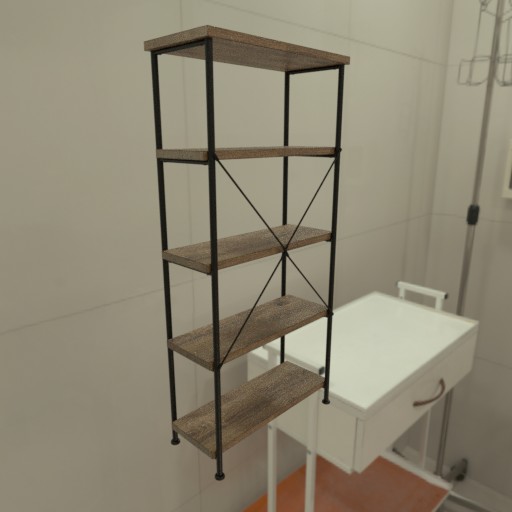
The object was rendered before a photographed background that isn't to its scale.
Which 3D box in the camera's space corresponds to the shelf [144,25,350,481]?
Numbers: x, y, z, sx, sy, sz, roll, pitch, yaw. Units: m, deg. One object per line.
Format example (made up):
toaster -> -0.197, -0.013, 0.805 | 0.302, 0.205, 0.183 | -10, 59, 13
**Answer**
shelf -> 0.000, 0.000, 1.986 | 0.360, 1.700, 0.800 | 14, 21, 42
